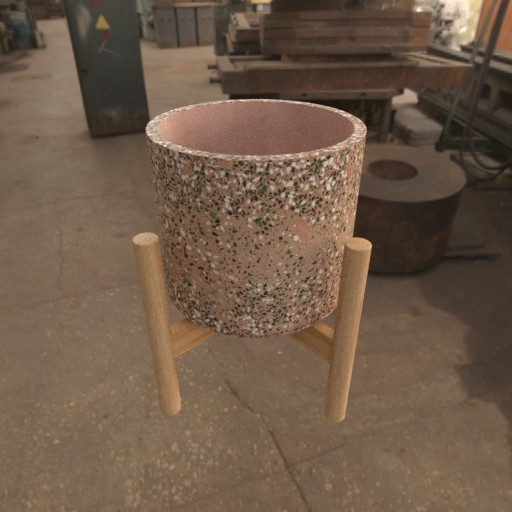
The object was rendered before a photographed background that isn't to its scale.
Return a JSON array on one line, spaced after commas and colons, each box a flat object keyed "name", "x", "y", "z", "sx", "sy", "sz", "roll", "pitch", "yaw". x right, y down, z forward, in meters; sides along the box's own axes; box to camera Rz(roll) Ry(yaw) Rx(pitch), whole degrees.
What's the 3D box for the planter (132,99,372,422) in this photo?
[{"name": "planter", "x": 0.000, "y": 0.000, "z": 0.539, "sx": 0.284, "sy": 0.320, "sz": 0.284, "roll": -11, "pitch": 33, "yaw": -17}]
